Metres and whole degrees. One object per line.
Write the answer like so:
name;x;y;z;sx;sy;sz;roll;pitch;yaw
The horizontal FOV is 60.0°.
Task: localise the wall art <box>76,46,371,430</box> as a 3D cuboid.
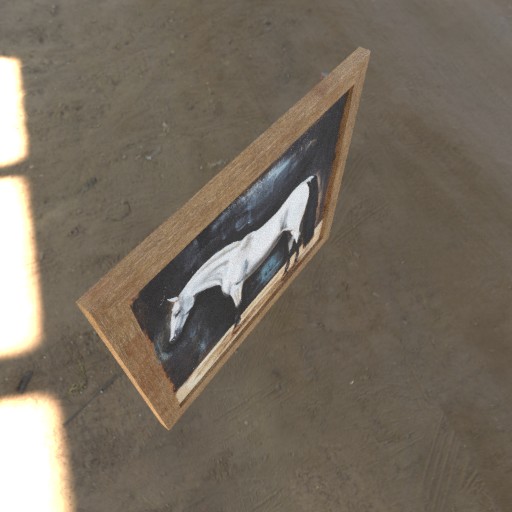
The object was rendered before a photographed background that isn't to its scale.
wall art;0.000;0.000;0.929;0.026;0.588;0.690;32;61;20
